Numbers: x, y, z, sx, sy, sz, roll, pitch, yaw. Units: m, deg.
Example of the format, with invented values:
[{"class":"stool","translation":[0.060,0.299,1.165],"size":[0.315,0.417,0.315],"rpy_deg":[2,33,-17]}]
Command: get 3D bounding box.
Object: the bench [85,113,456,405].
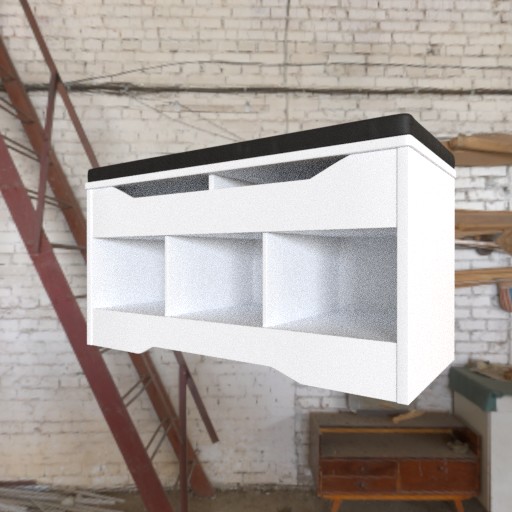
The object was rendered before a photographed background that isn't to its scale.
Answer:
[{"class":"bench","translation":[0.000,0.000,1.159],"size":[0.899,0.500,0.401],"rpy_deg":[0,0,34]}]
